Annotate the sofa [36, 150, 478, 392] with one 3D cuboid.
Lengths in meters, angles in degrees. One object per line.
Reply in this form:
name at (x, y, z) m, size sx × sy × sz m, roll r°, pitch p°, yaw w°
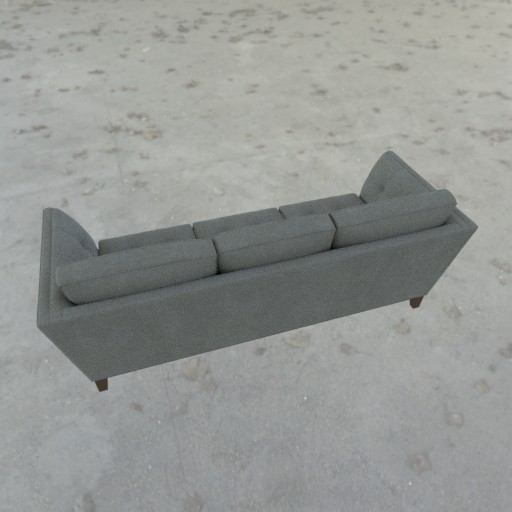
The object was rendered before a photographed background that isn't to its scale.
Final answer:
sofa at (0.000, 0.000, 2.805) m, size 2.387 × 0.940 × 0.965 m, roll -12°, pitch 42°, yaw -13°
